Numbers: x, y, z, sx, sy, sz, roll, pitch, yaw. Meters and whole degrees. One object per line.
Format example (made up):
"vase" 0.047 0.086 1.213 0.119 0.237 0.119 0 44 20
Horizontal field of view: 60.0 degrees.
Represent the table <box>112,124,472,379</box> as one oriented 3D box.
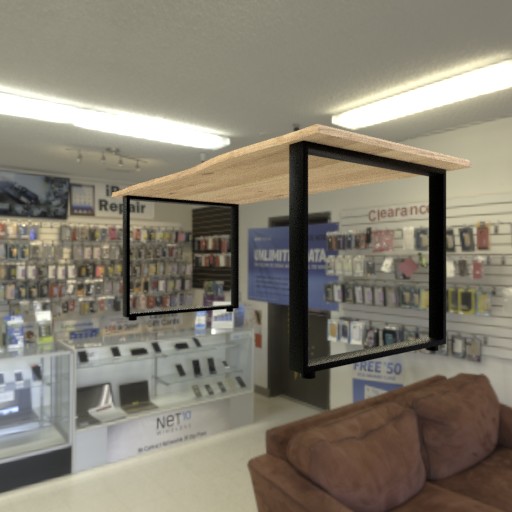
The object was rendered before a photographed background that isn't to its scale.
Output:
"table" 0.000 0.000 2.275 0.900 0.780 1.800 0 0 -36
